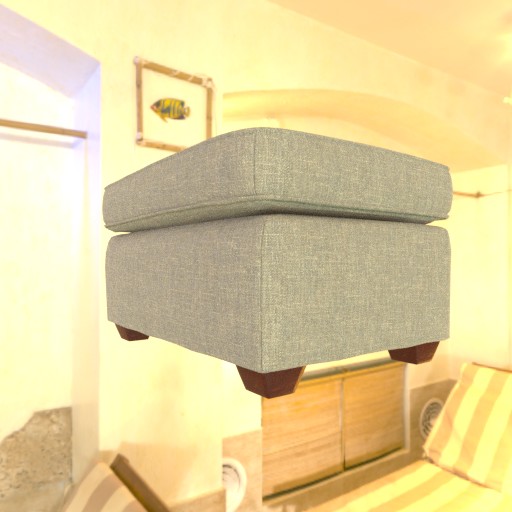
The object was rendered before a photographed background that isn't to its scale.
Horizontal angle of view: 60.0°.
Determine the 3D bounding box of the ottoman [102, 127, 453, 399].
[{"bbox_3d":[0.000,0.000,1.095,0.559,0.457,0.762,0,-1,-36],"label":"ottoman"}]
